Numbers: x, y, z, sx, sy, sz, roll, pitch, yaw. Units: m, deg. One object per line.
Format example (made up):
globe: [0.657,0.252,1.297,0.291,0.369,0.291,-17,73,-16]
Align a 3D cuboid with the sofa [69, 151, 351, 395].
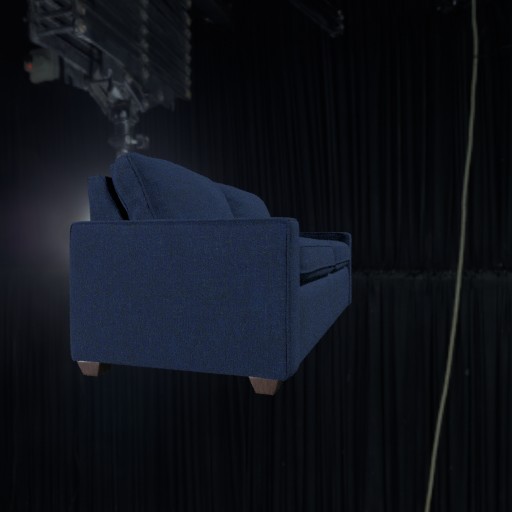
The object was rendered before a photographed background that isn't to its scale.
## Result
sofa: [0.000,0.000,2.576,0.940,0.919,2.080,0,1,18]
